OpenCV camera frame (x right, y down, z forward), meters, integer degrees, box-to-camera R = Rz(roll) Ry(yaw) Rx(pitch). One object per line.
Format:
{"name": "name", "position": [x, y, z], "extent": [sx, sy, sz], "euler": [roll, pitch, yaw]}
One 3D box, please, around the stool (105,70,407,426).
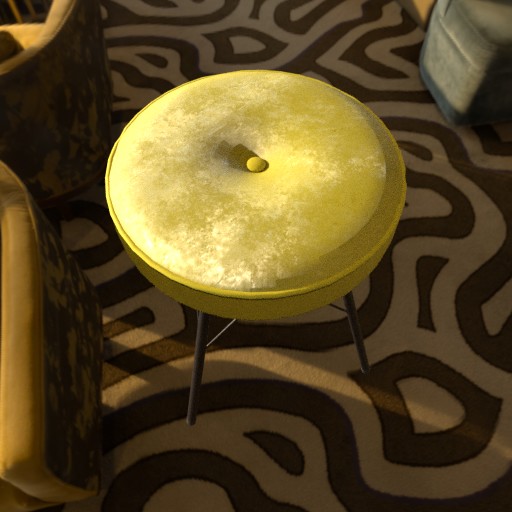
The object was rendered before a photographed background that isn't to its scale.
{"name": "stool", "position": [0.000, 0.000, 0.807], "extent": [0.409, 0.508, 0.409], "euler": [-14, 59, -8]}
